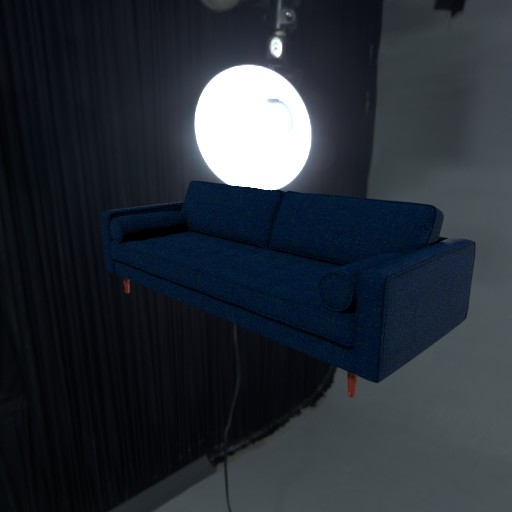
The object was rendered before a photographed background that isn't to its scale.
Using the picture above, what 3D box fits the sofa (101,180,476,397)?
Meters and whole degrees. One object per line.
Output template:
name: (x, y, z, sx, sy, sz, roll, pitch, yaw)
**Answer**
sofa: (0.000, 0.000, 2.684, 2.210, 0.762, 0.914, 14, 20, 43)
